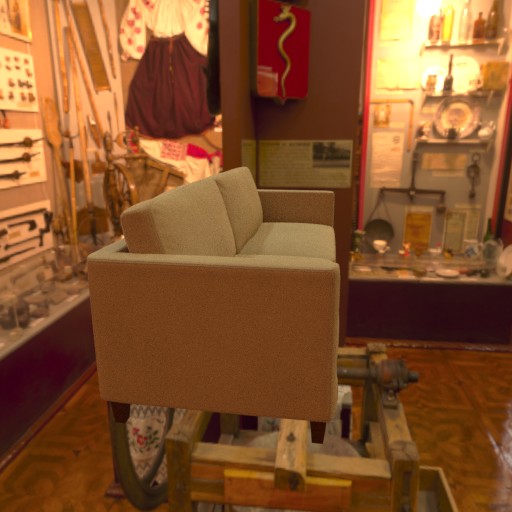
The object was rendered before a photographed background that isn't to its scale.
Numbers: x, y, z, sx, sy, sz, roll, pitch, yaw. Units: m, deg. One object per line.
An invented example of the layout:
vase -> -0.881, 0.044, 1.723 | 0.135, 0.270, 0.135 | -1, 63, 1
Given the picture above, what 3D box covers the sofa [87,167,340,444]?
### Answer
sofa -> 0.000, 0.000, 2.628 | 0.948, 0.932, 2.181 | 2, 15, 9
